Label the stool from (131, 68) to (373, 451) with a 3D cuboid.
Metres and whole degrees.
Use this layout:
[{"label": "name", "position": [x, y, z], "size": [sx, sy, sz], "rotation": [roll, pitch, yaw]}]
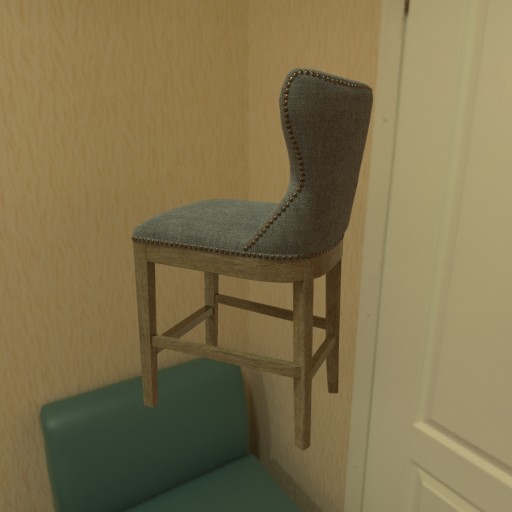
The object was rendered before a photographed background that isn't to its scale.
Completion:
[{"label": "stool", "position": [0.000, 0.000, 1.324], "size": [0.608, 0.981, 0.498], "rotation": [8, 19, 25]}]
